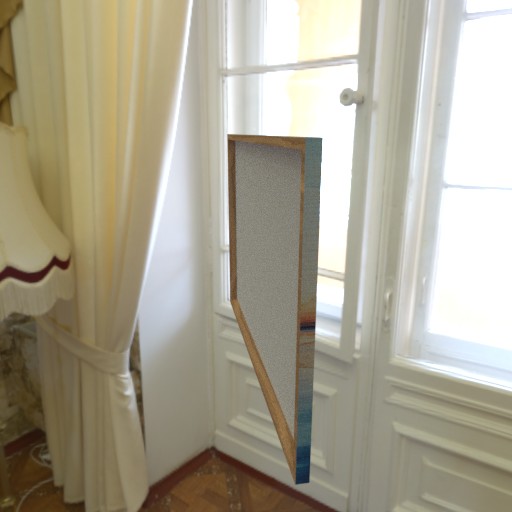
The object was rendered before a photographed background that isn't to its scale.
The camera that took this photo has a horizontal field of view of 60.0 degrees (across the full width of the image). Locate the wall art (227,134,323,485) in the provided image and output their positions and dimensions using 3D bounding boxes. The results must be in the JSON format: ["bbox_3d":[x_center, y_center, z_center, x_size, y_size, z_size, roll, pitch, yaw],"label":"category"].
[{"bbox_3d":[0.000,0.000,1.436,0.034,0.756,1.137,-3,16,-10],"label":"wall art"}]
